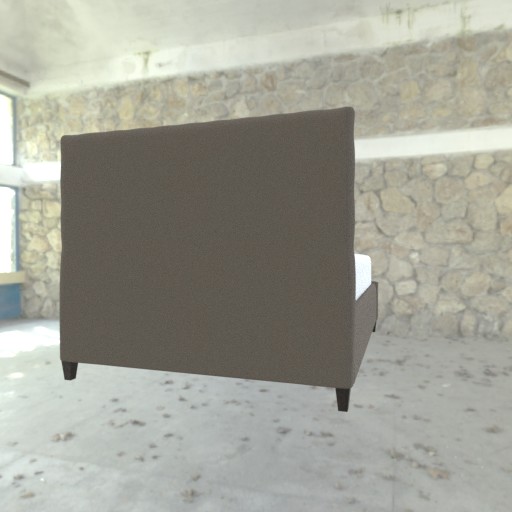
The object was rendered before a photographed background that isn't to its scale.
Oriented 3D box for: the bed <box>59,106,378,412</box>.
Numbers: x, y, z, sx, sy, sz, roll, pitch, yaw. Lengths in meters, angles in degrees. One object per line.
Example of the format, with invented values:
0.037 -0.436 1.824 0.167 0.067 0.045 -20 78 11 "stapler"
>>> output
0.000 0.000 3.353 1.696 1.426 2.233 0 1 18 "bed"
